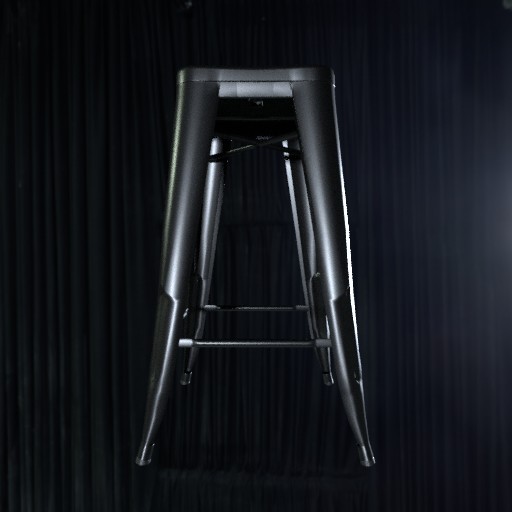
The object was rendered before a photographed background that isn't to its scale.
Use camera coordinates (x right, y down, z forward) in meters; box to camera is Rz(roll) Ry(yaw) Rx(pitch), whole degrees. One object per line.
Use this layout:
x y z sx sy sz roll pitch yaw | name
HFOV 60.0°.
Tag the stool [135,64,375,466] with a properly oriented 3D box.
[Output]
0.000 0.000 0.839 0.359 0.609 0.399 0 2 0 | stool
